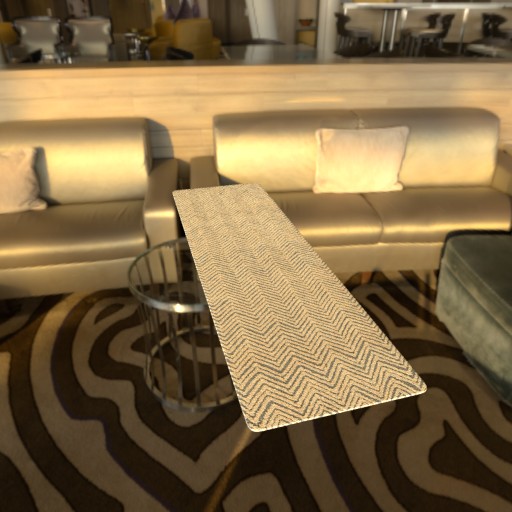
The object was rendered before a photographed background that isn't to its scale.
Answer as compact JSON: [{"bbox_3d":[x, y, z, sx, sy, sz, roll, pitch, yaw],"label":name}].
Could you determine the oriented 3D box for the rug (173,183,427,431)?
[{"bbox_3d":[0.000,0.000,2.503,0.686,0.008,2.286,-8,30,-14],"label":"rug"}]
